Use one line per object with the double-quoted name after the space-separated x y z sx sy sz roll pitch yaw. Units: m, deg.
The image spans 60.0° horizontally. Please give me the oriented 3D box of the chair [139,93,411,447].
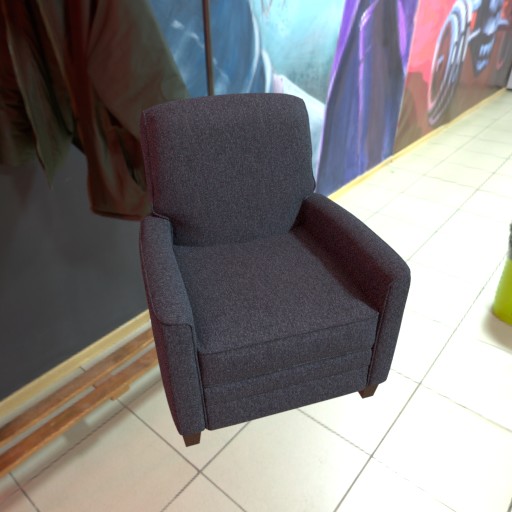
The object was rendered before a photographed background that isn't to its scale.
0.000 0.000 1.668 0.839 1.016 0.850 -10 34 -15 "chair"
